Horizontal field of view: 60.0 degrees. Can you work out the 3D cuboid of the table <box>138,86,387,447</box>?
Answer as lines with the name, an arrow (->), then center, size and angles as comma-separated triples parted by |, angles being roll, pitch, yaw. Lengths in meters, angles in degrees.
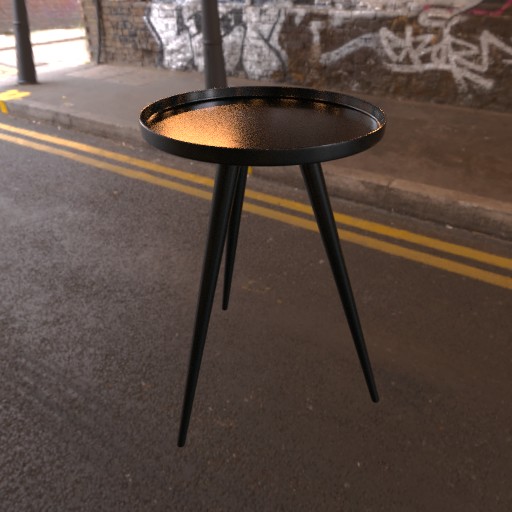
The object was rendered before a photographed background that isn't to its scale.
table -> 0.000, 0.000, 0.837 | 0.403, 0.548, 0.415 | -10, 33, -15
